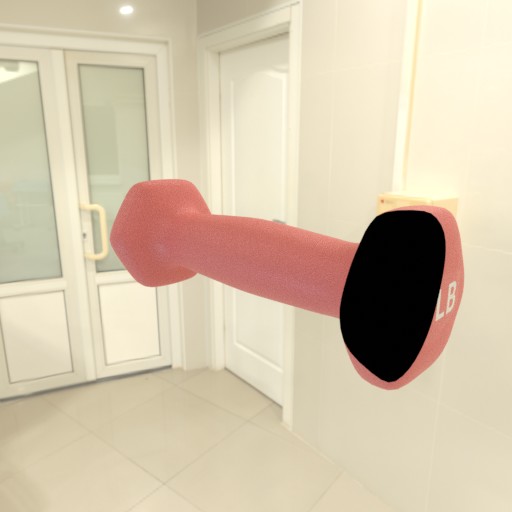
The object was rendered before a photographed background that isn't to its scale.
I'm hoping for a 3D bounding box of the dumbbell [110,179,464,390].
[{"bbox_3d":[0.000,0.000,0.145,0.047,0.043,0.123,-14,20,-43],"label":"dumbbell"}]
